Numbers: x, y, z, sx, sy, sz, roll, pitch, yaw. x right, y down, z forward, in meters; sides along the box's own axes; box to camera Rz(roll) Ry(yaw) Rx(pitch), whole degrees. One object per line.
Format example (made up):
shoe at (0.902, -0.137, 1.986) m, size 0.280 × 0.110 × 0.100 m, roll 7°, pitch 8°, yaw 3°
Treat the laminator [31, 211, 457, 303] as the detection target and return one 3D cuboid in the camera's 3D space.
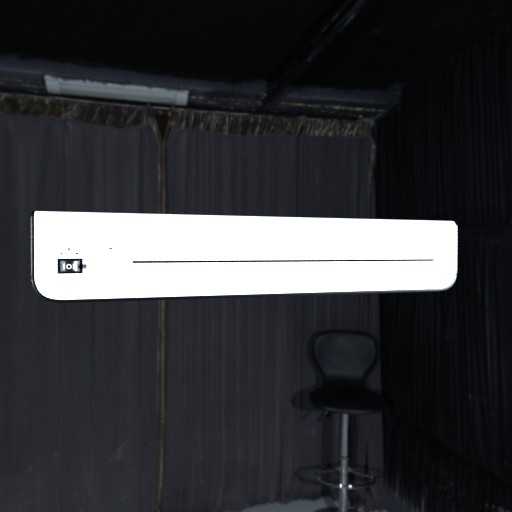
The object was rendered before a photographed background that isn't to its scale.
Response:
laminator at (0.000, 0.000, 0.389) m, size 0.340 × 0.062 × 0.123 m, roll 0°, pitch 1°, yaw -17°
